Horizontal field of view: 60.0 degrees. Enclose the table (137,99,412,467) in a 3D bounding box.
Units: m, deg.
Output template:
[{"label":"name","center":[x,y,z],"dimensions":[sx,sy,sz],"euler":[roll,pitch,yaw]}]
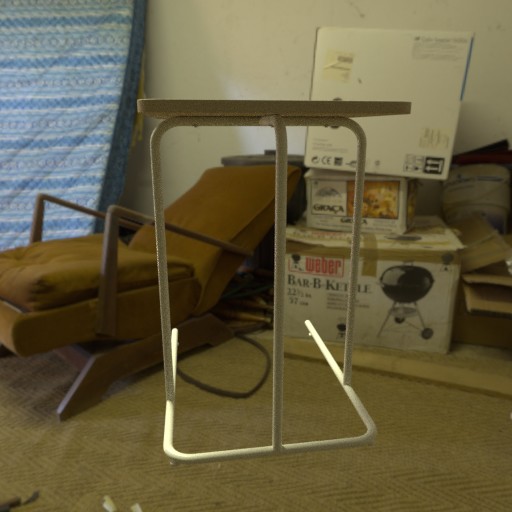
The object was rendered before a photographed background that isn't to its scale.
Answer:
[{"label":"table","center":[0.000,0.000,0.868],"dimensions":[0.370,0.550,0.480],"euler":[-2,16,-8]}]
